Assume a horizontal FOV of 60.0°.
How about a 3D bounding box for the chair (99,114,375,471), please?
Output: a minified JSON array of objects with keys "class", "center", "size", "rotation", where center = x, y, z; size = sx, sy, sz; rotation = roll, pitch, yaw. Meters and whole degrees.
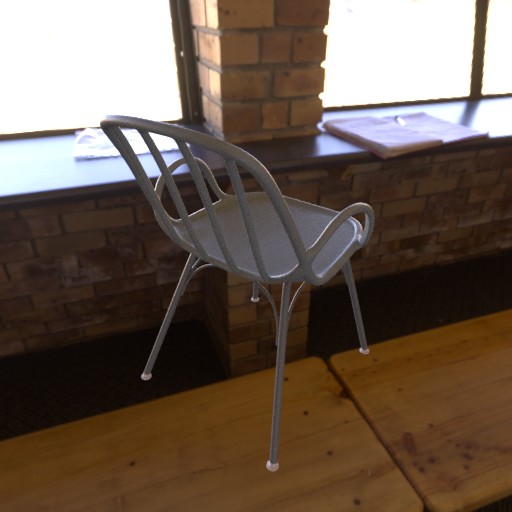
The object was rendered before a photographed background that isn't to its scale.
[{"class":"chair","center":[0.000,0.000,1.183],"size":[0.549,0.816,0.597],"rotation":[22,37,33]}]
